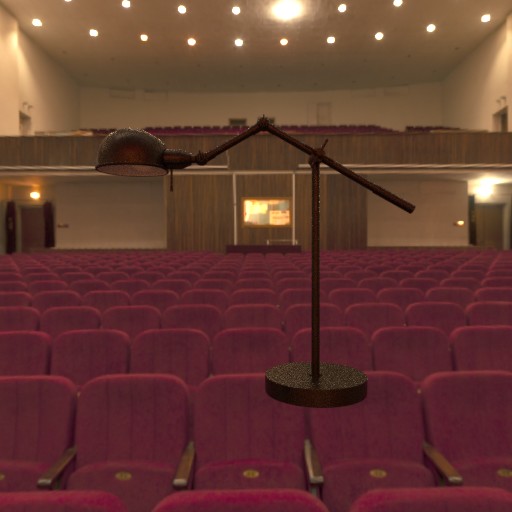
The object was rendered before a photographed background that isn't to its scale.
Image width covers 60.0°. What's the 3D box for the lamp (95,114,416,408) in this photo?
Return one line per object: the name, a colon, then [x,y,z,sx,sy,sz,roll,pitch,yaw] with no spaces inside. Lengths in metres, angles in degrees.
lamp: [0.000,0.000,0.814,0.567,0.495,0.185,0,0,0]
